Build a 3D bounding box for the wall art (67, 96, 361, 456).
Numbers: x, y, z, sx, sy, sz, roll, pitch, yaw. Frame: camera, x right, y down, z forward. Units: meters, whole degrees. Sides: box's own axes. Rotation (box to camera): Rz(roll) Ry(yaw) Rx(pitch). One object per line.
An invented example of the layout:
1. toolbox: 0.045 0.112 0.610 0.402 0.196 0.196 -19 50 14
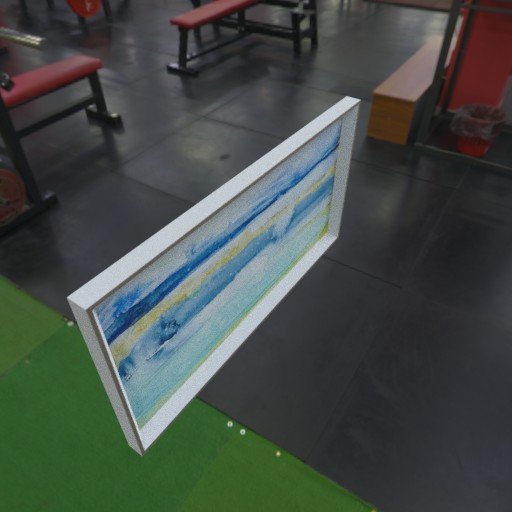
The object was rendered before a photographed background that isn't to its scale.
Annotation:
1. wall art: 0.000 0.000 0.969 0.038 0.431 0.812 26 48 26
